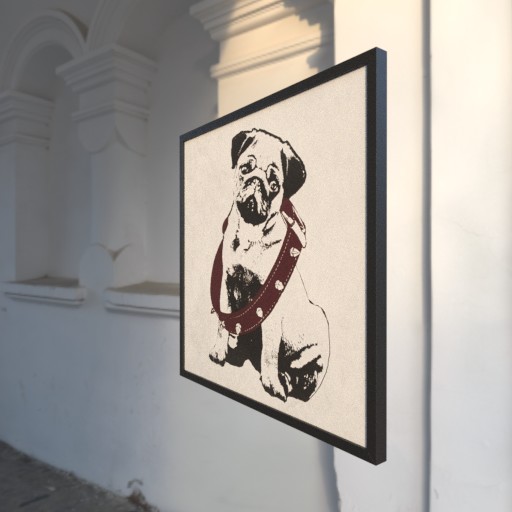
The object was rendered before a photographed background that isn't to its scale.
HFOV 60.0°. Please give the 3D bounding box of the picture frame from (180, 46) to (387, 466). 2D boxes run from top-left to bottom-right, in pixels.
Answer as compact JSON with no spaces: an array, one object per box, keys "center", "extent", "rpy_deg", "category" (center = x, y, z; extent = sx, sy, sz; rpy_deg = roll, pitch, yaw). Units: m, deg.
[{"center":[0.000,0.000,1.136],"extent":[0.032,0.775,0.775],"rpy_deg":[0,0,-37],"category":"picture frame"}]
